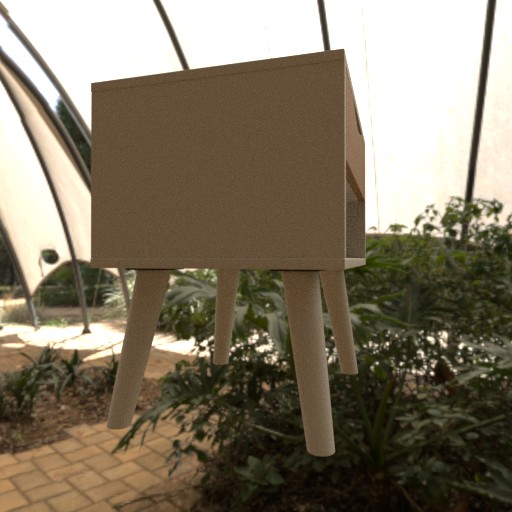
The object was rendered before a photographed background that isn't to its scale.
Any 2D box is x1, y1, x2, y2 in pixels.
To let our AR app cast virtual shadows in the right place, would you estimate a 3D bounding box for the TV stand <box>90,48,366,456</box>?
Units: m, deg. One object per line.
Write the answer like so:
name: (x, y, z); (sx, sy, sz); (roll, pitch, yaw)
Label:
TV stand: (0.000, 0.000, 0.900); (0.405, 0.559, 0.508); (0, 0, 17)
